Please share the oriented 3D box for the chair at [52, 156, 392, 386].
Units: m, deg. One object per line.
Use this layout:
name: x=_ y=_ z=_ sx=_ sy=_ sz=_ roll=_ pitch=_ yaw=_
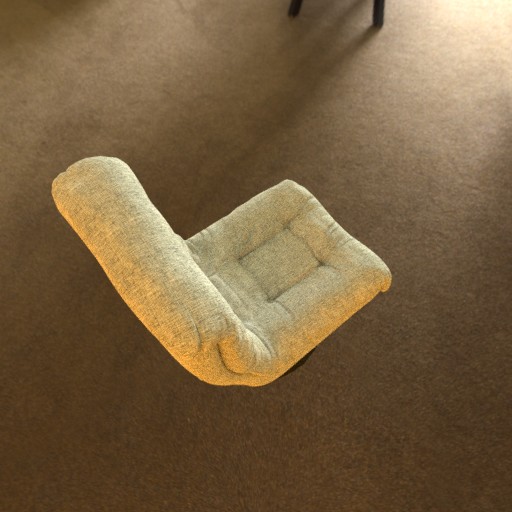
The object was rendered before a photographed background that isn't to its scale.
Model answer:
chair: x=0.000 y=0.000 z=0.958 sx=0.583 sy=0.600 sz=0.400 roll=-33 pitch=64 yaw=-19
